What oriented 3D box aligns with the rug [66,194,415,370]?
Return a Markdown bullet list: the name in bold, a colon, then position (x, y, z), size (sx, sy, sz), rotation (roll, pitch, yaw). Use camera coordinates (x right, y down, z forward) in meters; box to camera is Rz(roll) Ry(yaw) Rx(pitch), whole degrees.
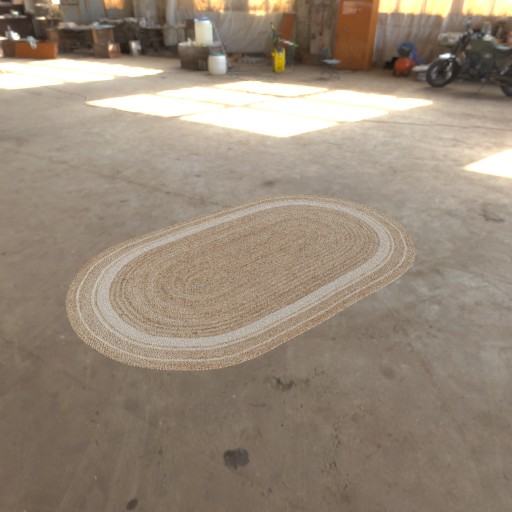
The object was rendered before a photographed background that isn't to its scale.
- **rug**: position (0.000, 0.000, 2.963), size (2.432, 0.006, 1.520), rotation (-22, 37, -33)
